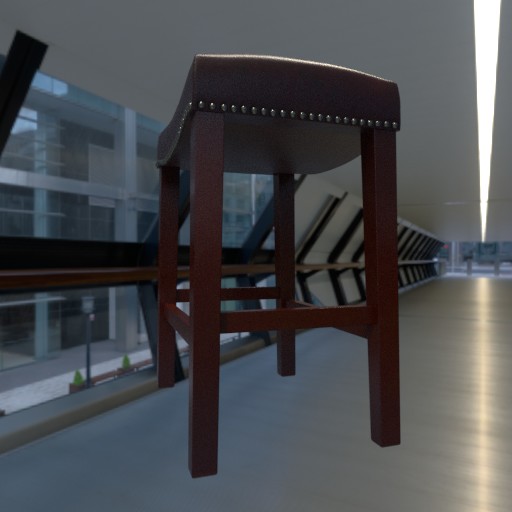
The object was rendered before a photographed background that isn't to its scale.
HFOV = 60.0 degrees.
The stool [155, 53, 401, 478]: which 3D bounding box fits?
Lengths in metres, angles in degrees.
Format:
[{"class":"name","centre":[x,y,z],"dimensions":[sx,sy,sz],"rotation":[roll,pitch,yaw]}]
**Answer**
[{"class":"stool","centre":[0.000,0.000,0.944],"dimensions":[0.372,0.657,0.504],"rotation":[0,1,-19]}]
